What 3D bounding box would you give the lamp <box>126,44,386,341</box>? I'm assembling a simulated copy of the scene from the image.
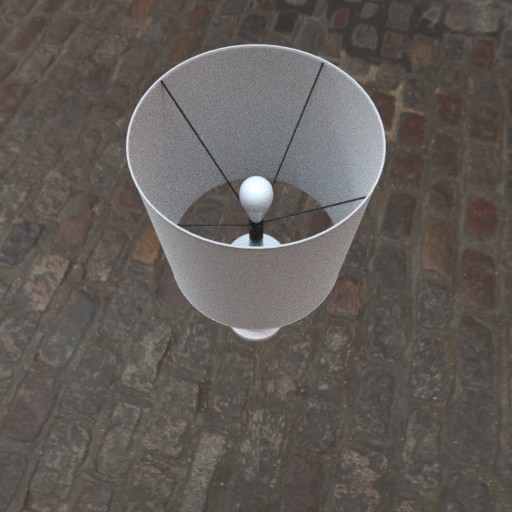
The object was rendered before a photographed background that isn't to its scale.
[{"bbox_3d":[0.000,0.000,0.564,0.208,0.455,0.208,14,65,7],"label":"lamp"}]
